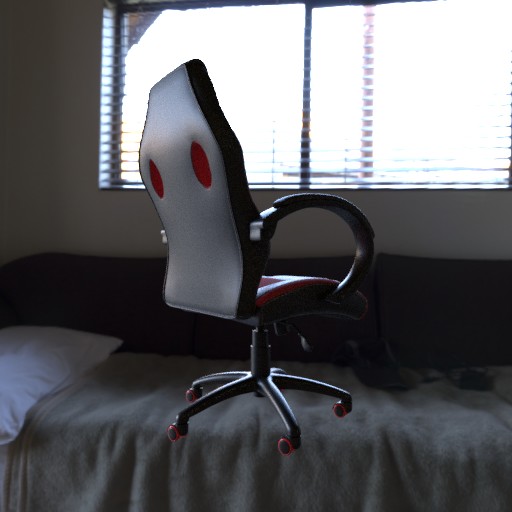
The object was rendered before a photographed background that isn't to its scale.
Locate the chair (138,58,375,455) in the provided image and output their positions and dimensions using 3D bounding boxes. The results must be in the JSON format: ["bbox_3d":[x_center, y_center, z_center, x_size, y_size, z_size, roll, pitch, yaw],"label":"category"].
[{"bbox_3d":[0.000,0.000,1.611,0.724,1.187,0.673,0,1,-37],"label":"chair"}]
